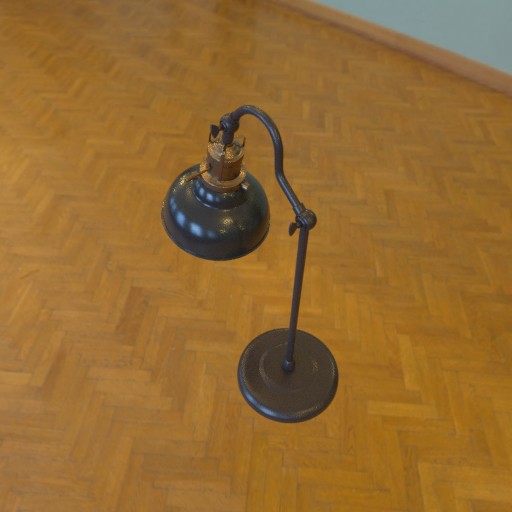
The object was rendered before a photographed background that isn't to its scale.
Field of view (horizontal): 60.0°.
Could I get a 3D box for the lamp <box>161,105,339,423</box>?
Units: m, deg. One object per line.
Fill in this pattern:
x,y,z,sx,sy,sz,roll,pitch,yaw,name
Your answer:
0.000,0.000,0.704,0.192,0.508,0.374,-33,55,-27,lamp
